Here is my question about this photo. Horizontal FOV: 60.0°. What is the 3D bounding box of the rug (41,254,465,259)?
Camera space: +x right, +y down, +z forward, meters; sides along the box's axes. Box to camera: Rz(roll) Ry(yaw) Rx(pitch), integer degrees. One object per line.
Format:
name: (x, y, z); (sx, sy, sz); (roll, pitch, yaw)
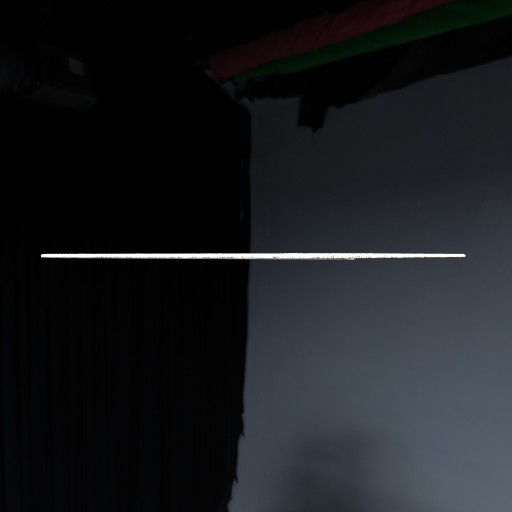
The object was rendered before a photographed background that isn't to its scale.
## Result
rug: (0.000, 0.000, 4.057); (3.047, 0.029, 2.438); (0, 0, 37)
